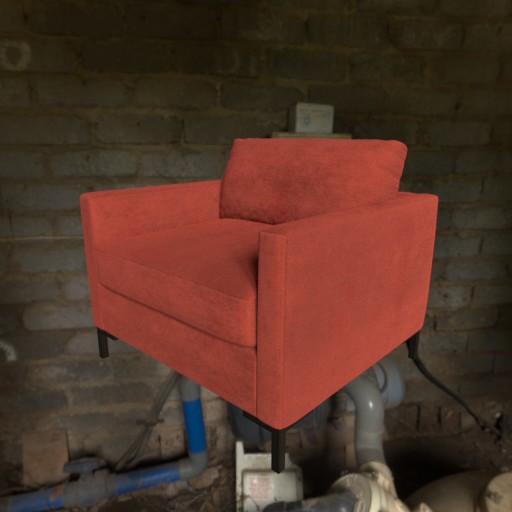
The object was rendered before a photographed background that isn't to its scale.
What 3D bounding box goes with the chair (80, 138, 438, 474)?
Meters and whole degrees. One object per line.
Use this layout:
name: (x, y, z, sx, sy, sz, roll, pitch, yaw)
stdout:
chair: (0.000, 0.000, 1.587, 0.964, 0.812, 0.875, 14, 21, 41)
